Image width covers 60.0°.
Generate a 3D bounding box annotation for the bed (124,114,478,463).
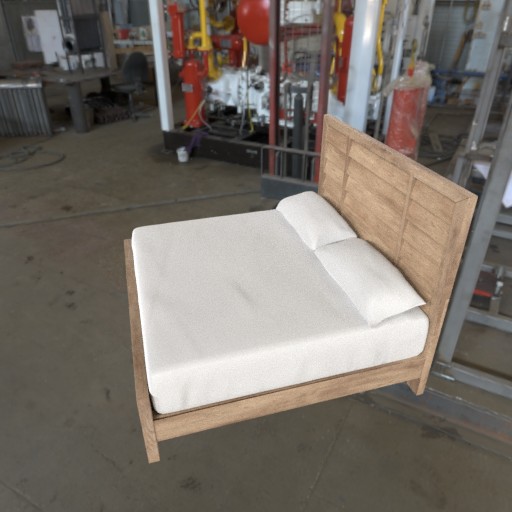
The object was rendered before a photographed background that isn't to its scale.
[{"bbox_3d":[0.000,0.000,3.540,2.062,1.626,2.032,-9,32,-14],"label":"bed"}]
